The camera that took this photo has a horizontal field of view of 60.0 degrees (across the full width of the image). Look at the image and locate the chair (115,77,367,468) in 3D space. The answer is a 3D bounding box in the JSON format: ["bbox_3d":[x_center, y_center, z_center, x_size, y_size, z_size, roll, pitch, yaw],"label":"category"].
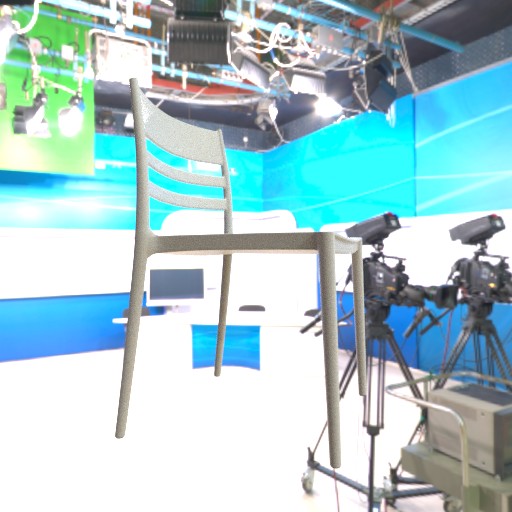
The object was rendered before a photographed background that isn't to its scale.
[{"bbox_3d":[0.000,0.000,1.139,0.511,0.800,0.531,0,1,20],"label":"chair"}]
